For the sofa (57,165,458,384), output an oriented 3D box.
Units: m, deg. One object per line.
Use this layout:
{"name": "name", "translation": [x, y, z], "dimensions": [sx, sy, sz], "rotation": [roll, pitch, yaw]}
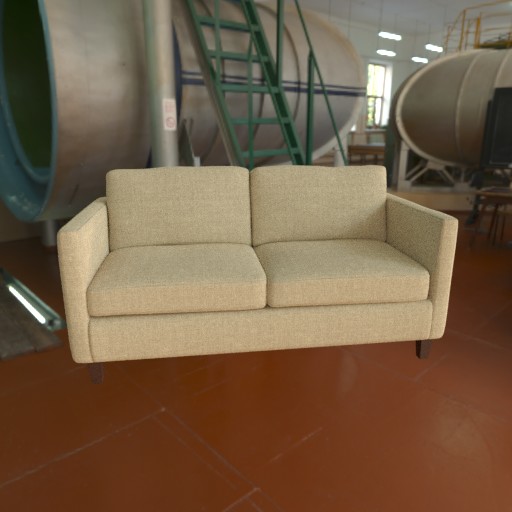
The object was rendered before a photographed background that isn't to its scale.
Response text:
{"name": "sofa", "translation": [0.000, 0.000, 2.511], "dimensions": [1.884, 0.963, 0.950], "rotation": [-2, 17, -8]}
